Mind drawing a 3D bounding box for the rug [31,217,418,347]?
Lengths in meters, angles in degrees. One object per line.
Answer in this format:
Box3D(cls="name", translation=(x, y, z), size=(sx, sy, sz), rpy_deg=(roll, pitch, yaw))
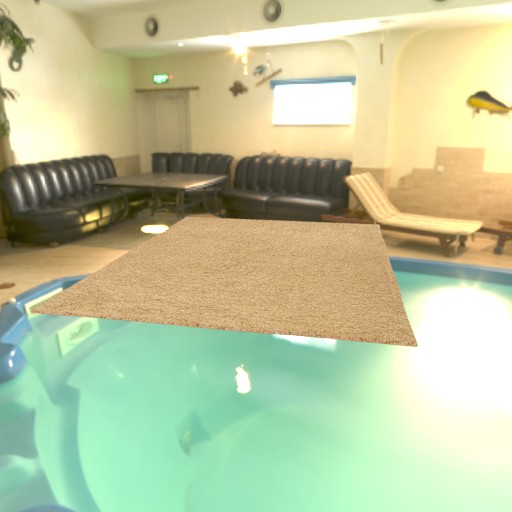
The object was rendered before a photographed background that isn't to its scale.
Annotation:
Box3D(cls="rug", translation=(0.000, 0.000, 4.067), size=(2.400, 0.025, 3.000), rpy_deg=(3, 17, 11))
